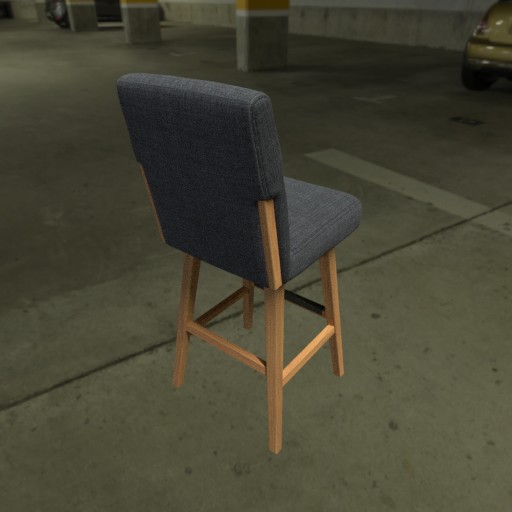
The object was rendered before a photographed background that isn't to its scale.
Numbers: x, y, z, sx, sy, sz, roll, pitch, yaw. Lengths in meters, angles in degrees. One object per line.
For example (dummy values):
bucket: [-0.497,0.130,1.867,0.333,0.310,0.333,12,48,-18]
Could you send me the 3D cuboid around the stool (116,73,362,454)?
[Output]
stool: [0.000,0.000,1.398,0.483,1.112,0.570,22,37,32]
